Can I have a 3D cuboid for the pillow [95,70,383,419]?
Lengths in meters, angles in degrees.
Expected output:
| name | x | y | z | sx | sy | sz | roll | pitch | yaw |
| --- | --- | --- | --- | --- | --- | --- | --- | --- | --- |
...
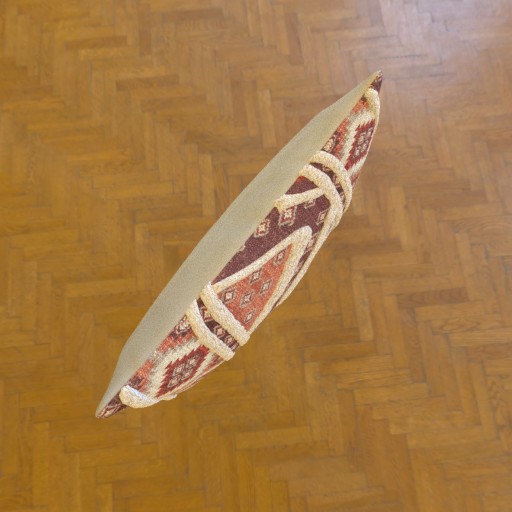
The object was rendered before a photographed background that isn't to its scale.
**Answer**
| name | x | y | z | sx | sy | sz | roll | pitch | yaw |
| --- | --- | --- | --- | --- | --- | --- | --- | --- | --- |
| pillow | 0.000 | 0.000 | 0.722 | 0.161 | 0.295 | 0.608 | 37 | 79 | 9 |
